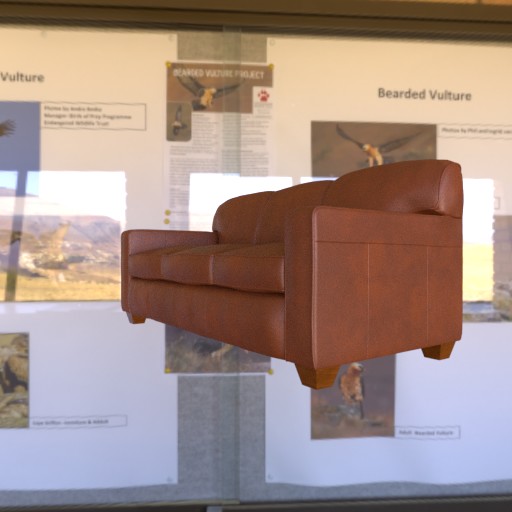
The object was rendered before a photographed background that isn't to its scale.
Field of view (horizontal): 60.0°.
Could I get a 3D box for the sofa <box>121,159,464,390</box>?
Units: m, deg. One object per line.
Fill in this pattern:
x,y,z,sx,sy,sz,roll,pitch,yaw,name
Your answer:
0.000,0.000,2.603,1.008,0.953,2.039,0,0,-36,sofa
